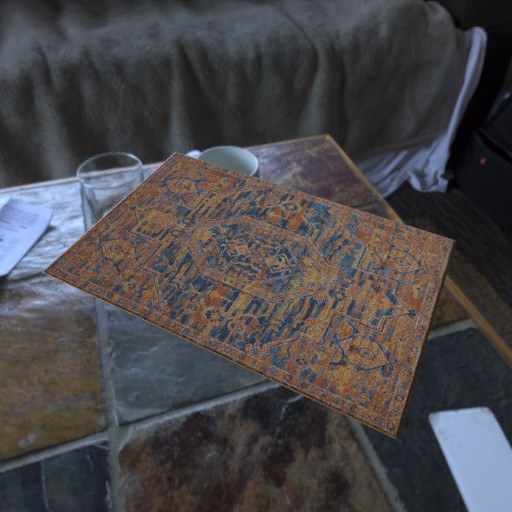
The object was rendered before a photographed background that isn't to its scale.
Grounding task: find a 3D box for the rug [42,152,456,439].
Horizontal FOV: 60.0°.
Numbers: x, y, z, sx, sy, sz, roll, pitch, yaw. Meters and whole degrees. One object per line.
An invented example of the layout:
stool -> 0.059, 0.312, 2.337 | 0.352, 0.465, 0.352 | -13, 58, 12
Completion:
rug -> 0.000, 0.000, 2.234 | 1.758, 0.013, 1.148 | 21, 51, 18
